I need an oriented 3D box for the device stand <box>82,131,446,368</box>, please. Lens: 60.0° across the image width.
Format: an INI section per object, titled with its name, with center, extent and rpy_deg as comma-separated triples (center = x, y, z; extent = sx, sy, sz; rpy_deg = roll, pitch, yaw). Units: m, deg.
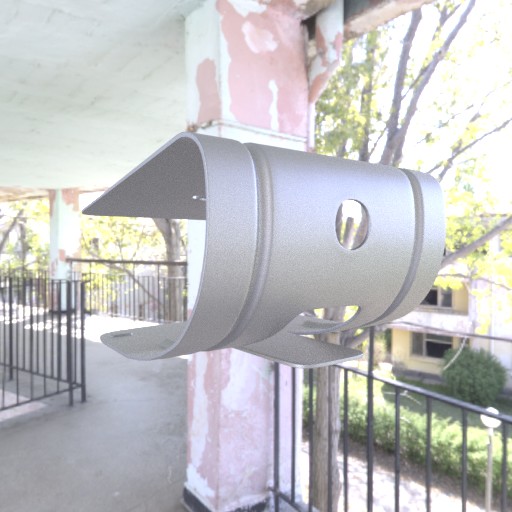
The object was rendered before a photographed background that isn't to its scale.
[device stand]
center = 0.000, 0.000, 0.410
extent = 0.256, 0.155, 0.236
rpy_deg = -1, 1, -36
